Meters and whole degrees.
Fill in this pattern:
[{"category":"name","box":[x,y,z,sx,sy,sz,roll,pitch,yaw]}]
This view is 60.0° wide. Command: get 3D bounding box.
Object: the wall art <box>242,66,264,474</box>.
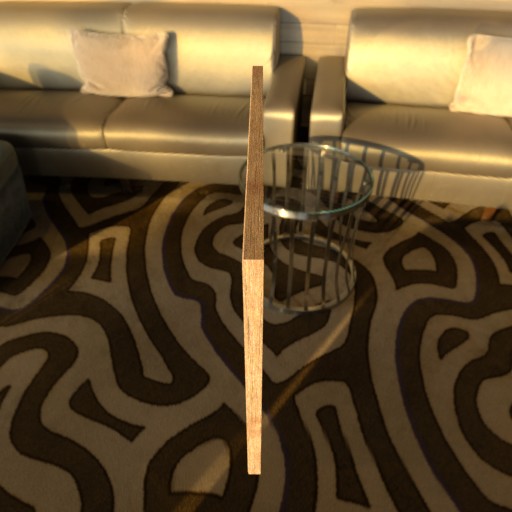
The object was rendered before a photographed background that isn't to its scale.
[{"category":"wall art","box":[0.000,0.000,0.977,0.026,0.588,0.690,0,41,0]}]
